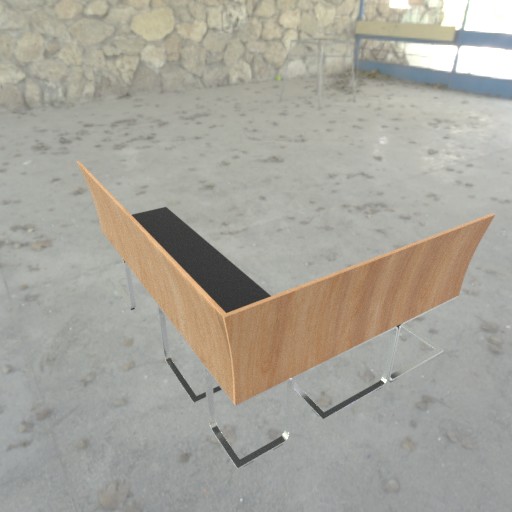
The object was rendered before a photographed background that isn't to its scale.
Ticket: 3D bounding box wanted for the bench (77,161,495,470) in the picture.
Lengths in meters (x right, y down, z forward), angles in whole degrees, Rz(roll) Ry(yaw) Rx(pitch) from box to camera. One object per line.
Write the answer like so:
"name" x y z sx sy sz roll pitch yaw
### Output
"bench" 0.000 0.000 2.724 1.495 0.930 1.945 -18 34 -28
